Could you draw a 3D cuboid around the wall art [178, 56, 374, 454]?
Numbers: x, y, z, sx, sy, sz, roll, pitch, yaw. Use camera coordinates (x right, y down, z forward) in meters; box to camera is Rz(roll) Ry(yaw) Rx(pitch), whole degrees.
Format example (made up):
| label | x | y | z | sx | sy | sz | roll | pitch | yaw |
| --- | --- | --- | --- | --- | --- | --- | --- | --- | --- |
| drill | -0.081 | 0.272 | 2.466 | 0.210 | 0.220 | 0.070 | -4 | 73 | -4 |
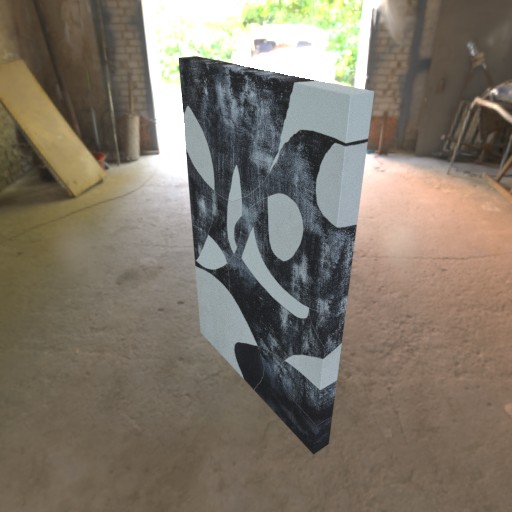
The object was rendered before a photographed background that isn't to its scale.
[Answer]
| label | x | y | z | sx | sy | sz | roll | pitch | yaw |
| --- | --- | --- | --- | --- | --- | --- | --- | --- | --- |
| wall art | 0.000 | 0.000 | 0.783 | 0.039 | 0.610 | 0.407 | -20 | 36 | -30 |
